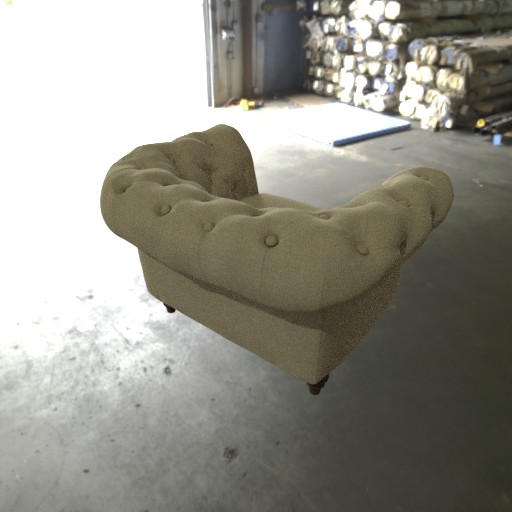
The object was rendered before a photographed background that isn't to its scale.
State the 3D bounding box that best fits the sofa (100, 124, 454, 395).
[{"bbox_3d":[0.000,0.000,2.060,1.405,0.878,1.034,22,38,32],"label":"sofa"}]
